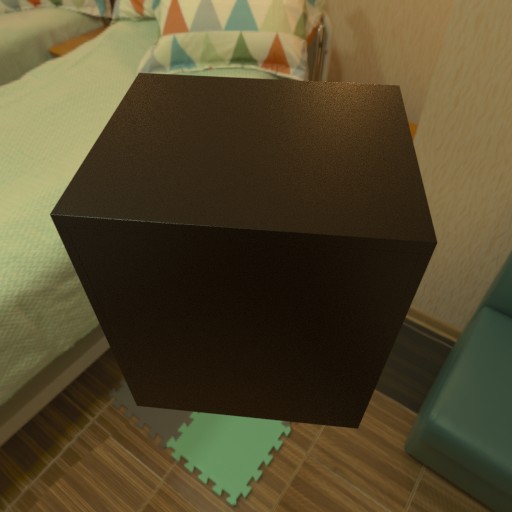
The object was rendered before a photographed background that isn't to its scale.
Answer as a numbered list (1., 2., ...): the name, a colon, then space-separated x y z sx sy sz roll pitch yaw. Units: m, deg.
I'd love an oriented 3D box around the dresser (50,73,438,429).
1. dresser: 0.000 0.000 0.748 0.400 0.470 0.360 4 47 4
